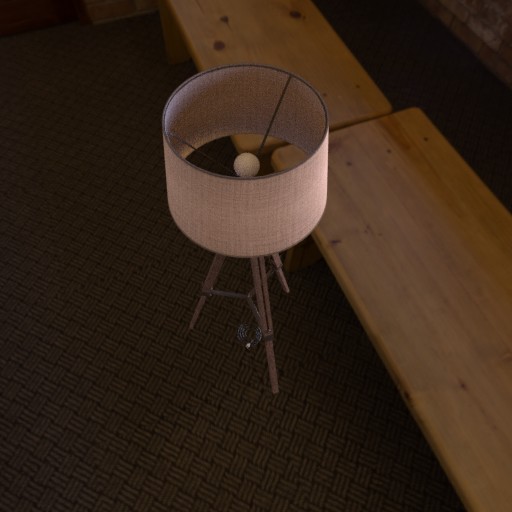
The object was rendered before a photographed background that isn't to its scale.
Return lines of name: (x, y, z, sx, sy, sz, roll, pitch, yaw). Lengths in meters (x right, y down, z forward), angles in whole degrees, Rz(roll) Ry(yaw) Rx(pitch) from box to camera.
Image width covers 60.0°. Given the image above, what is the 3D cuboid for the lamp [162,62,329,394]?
lamp: (0.000, 0.000, 1.788, 0.604, 1.510, 0.587, 32, 64, 18)
